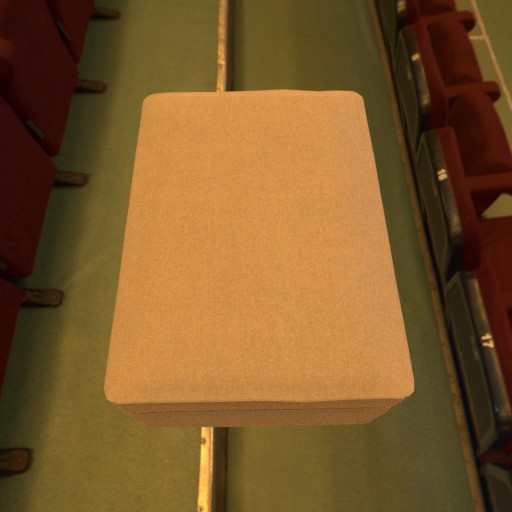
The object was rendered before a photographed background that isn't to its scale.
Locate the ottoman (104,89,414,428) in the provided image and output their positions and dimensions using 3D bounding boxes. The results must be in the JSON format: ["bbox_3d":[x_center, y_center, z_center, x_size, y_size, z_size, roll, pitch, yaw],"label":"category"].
[{"bbox_3d":[0.000,0.000,1.225,0.617,0.503,0.846,-1,62,0],"label":"ottoman"}]
